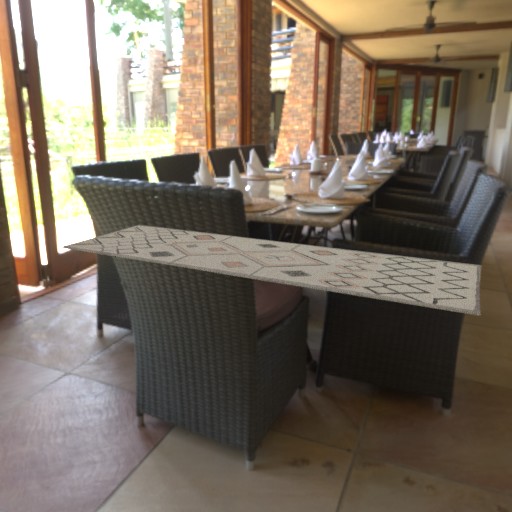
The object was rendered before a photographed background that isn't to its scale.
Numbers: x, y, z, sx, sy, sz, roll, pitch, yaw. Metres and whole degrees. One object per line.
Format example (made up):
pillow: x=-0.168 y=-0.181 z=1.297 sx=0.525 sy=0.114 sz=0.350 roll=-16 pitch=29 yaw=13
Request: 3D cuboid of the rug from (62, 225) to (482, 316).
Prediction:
rug: x=0.000 y=0.000 z=2.663 sx=2.435 sy=0.011 sz=0.750 roll=8 pitch=18 yaw=25
